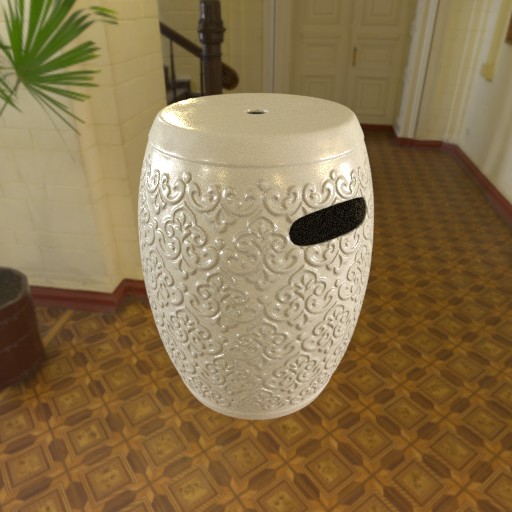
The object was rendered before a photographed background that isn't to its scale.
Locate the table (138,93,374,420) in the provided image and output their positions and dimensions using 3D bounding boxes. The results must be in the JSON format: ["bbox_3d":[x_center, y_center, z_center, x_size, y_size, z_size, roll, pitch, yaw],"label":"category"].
[{"bbox_3d":[0.000,0.000,0.619,0.309,0.397,0.309,0,30,0],"label":"table"}]
